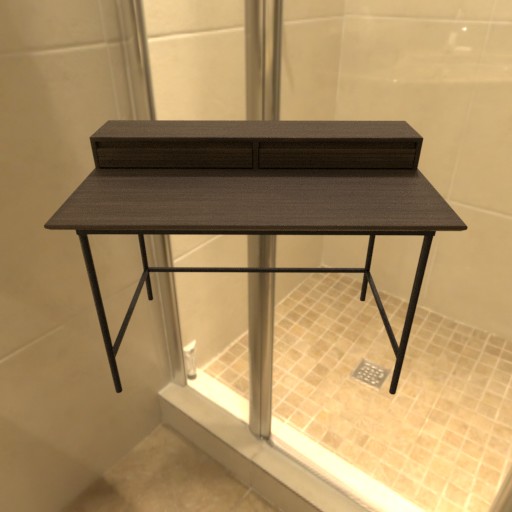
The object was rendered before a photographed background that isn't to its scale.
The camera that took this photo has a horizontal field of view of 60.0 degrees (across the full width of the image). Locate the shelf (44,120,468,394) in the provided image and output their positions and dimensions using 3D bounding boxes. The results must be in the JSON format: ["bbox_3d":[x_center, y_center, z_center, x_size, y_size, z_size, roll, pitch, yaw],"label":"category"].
[{"bbox_3d":[0.000,0.000,1.721,1.212,0.865,0.685,0,32,0],"label":"shelf"}]
